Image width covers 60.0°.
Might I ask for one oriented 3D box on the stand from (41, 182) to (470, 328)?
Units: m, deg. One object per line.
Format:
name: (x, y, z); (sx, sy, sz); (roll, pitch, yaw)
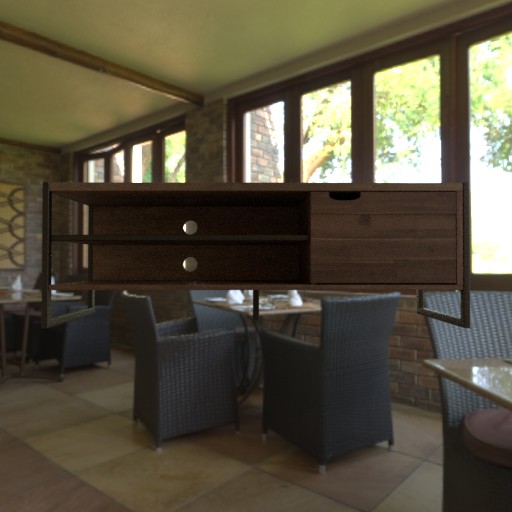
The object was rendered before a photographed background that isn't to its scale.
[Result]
stand: (0.000, 0.000, 1.758); (1.480, 0.506, 0.454); (0, -1, 0)
